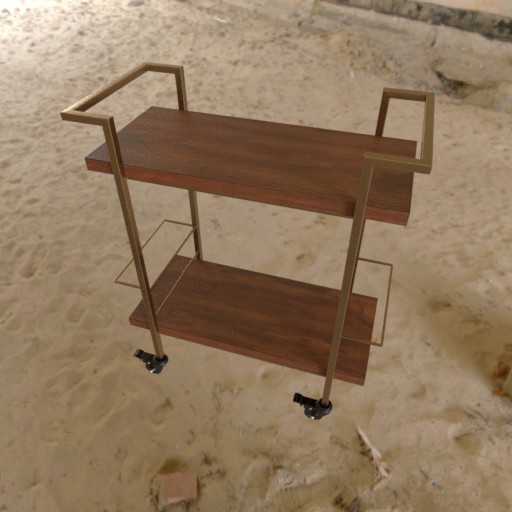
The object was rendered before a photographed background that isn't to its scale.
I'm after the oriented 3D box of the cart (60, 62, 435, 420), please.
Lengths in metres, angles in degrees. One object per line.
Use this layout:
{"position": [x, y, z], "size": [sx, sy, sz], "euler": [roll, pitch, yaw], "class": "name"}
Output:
{"position": [0.000, 0.000, 1.149], "size": [0.695, 0.807, 0.364], "euler": [12, 42, 14], "class": "cart"}
